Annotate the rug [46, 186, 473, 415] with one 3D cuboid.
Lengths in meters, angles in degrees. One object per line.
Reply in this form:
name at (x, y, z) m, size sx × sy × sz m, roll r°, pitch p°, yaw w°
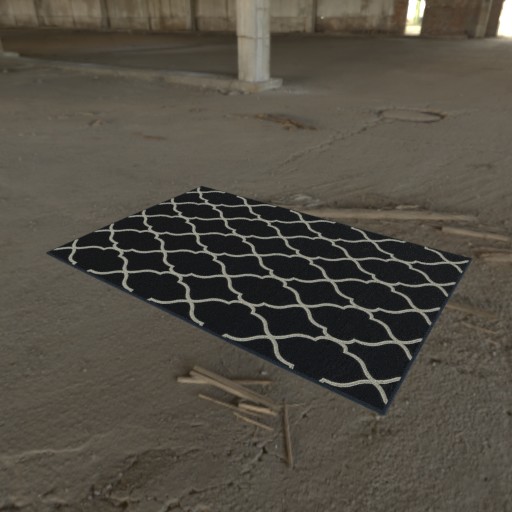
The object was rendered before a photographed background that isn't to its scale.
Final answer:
rug at (0.000, 0.000, 2.841) m, size 2.290 × 0.014 × 1.526 m, roll 19°, pitch 34°, yaw 30°
